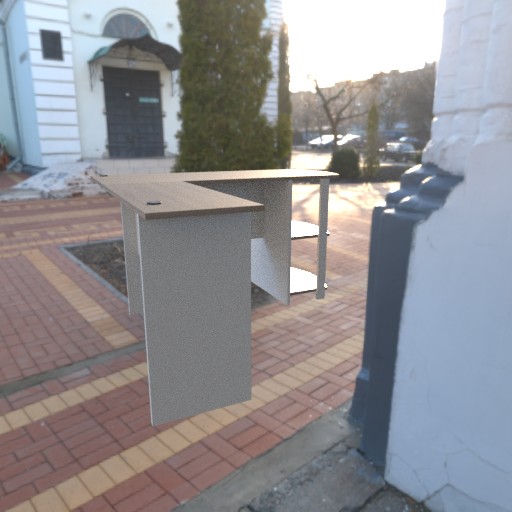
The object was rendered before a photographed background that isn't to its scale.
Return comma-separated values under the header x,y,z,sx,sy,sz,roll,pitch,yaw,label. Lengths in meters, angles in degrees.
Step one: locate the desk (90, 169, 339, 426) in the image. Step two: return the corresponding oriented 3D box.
x,y,z,sx,sy,sz,roll,pitch,yaw,label
0.000,0.000,2.127,1.303,0.716,1.361,-7,16,-25,desk
